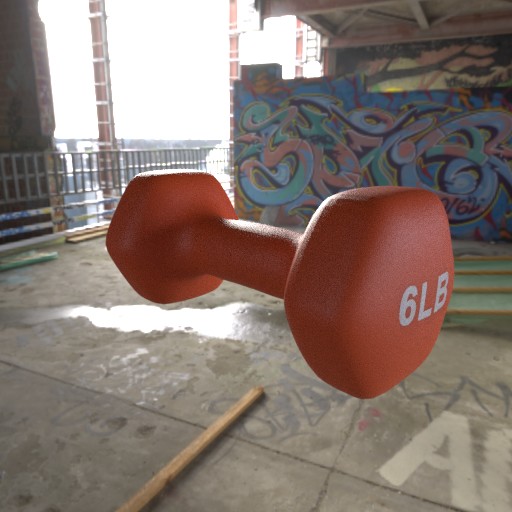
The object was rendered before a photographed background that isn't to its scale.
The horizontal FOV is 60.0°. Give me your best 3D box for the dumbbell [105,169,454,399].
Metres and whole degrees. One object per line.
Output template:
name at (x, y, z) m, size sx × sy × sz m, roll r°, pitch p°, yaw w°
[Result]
dumbbell at (0.000, 0.000, 0.202) m, size 0.079 × 0.071 × 0.162 m, roll -14°, pitch 20°, yaw -42°
